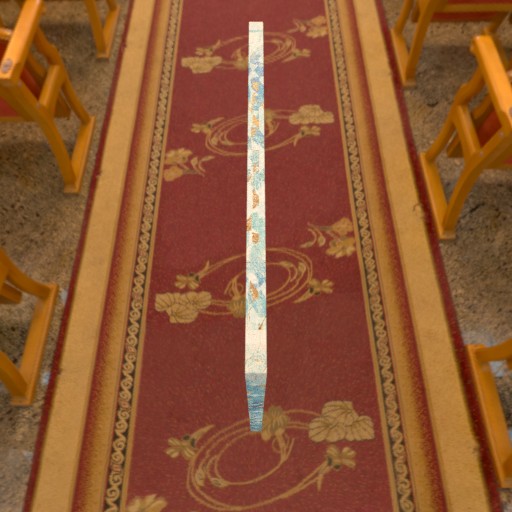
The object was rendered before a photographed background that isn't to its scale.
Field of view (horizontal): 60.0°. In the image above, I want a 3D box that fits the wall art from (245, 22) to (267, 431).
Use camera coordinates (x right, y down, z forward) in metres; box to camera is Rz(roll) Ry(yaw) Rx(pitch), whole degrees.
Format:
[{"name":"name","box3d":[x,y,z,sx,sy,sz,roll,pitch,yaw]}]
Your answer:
[{"name":"wall art","box3d":[0.000,0.000,1.364,0.040,0.916,0.916,0,63,0]}]
